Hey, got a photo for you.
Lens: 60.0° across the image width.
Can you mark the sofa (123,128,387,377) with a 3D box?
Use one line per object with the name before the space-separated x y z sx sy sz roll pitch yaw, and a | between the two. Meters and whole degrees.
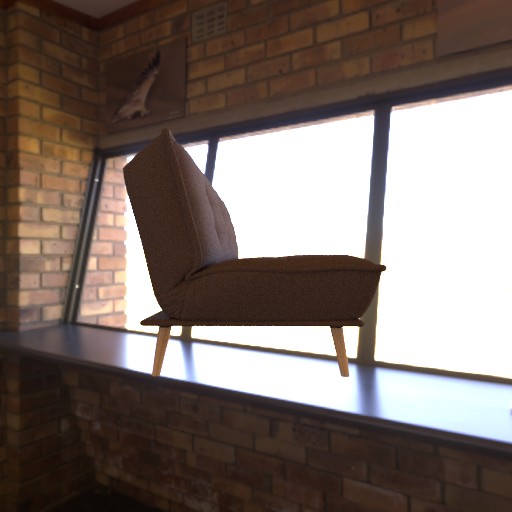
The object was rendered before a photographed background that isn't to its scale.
sofa | 0.000 0.000 2.481 0.950 0.890 1.940 0 0 1
